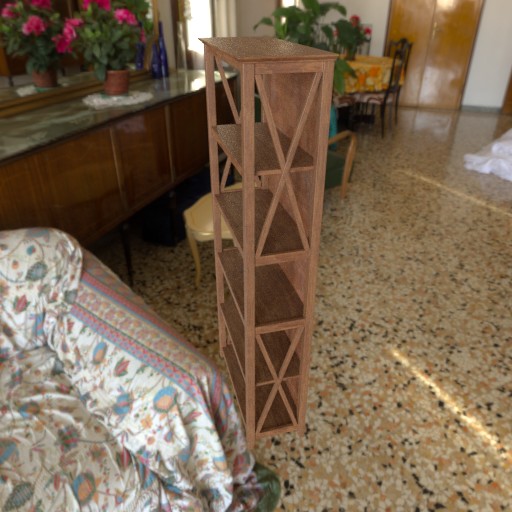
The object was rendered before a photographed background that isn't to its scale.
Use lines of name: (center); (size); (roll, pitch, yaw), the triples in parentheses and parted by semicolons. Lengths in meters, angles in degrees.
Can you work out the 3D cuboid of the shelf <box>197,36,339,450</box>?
shelf: (0.000, 0.000, 2.205); (0.335, 1.905, 0.805); (-8, 31, -13)
